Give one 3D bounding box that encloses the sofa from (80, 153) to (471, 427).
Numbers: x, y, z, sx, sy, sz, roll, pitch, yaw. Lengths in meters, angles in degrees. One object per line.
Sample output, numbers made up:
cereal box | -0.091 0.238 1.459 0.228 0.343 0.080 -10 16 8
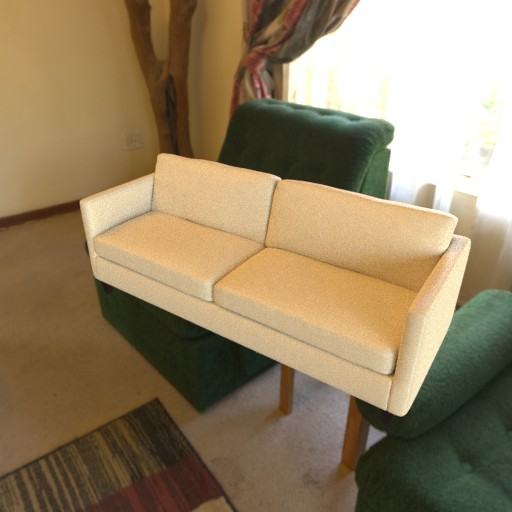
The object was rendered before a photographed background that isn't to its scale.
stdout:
sofa | 0.000 0.000 2.967 2.434 0.965 0.948 18 34 29
